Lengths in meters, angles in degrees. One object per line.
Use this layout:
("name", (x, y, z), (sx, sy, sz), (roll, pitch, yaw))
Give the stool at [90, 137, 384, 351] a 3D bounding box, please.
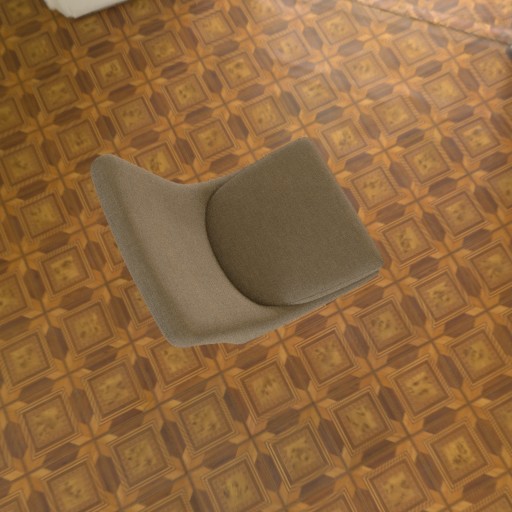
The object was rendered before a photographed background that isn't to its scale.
("stool", (0.000, 0.000, 1.376), (0.577, 1.078, 0.470), (-27, 77, -7))
